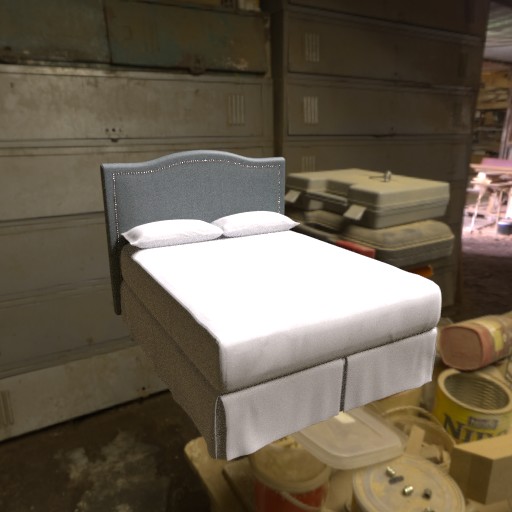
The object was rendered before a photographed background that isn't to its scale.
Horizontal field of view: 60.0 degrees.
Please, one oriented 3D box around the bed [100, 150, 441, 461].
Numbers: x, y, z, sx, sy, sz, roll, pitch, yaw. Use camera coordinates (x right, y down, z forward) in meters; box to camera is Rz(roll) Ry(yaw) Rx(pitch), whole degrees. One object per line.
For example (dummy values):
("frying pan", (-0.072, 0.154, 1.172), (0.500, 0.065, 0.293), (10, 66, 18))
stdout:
("bed", (0.000, 0.000, 3.318), (1.753, 1.460, 2.143), (-9, 18, -28))
